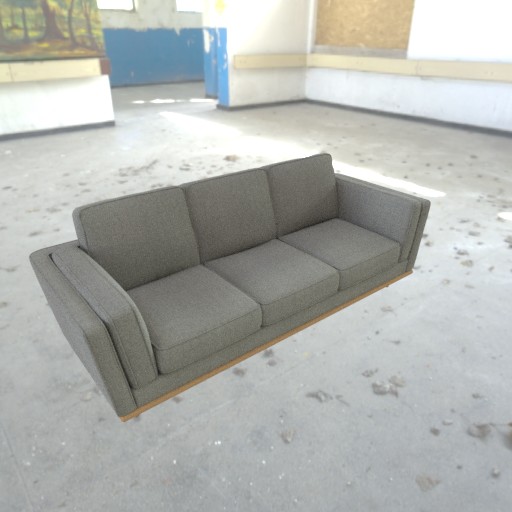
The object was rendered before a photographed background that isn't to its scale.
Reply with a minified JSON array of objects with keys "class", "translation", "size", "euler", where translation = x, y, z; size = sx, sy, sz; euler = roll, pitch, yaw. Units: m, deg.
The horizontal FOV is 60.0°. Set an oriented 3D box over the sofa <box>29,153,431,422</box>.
[{"class":"sofa","translation":[0.000,0.000,2.742],"size":[2.362,0.899,0.903],"euler":[-20,33,-33]}]
